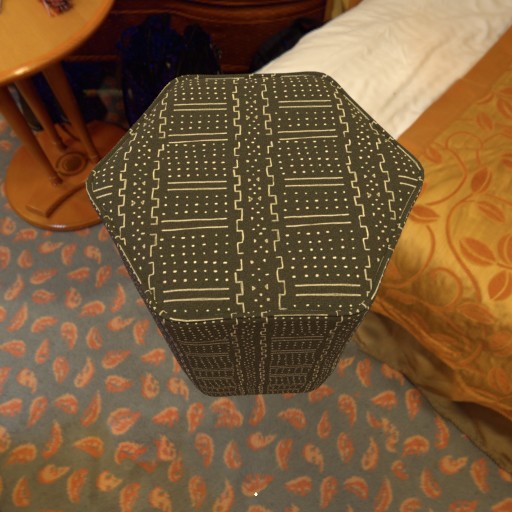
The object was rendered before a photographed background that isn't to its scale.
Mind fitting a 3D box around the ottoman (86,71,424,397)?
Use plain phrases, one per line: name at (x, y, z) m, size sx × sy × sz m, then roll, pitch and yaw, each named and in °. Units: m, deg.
ottoman at (0.000, 0.000, 0.845) m, size 0.494 × 0.502 × 0.443 m, roll -2°, pitch 62°, yaw -1°
